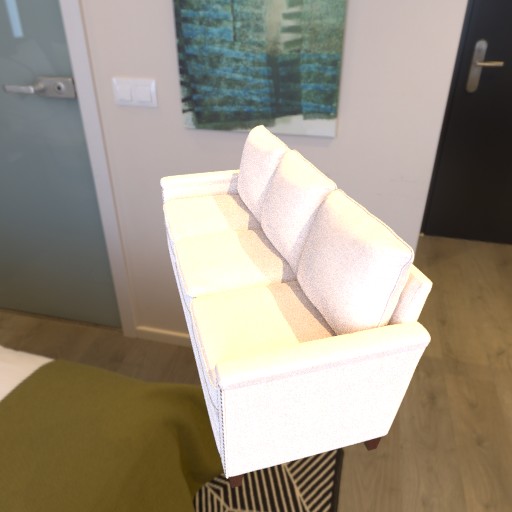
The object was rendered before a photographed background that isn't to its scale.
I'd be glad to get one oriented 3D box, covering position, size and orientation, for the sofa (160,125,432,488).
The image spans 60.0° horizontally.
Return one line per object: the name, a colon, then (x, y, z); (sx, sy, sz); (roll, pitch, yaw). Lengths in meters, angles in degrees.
sofa: (0.000, 0.000, 2.356); (0.828, 0.961, 1.925); (-8, 31, -14)
